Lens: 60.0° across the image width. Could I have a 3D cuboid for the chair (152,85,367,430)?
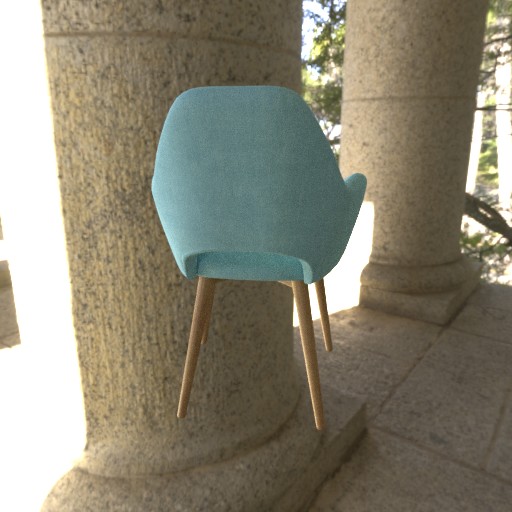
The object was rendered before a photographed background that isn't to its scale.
[{"bbox_3d":[0.000,0.000,1.241,0.590,0.840,0.610,2,16,7],"label":"chair"}]
